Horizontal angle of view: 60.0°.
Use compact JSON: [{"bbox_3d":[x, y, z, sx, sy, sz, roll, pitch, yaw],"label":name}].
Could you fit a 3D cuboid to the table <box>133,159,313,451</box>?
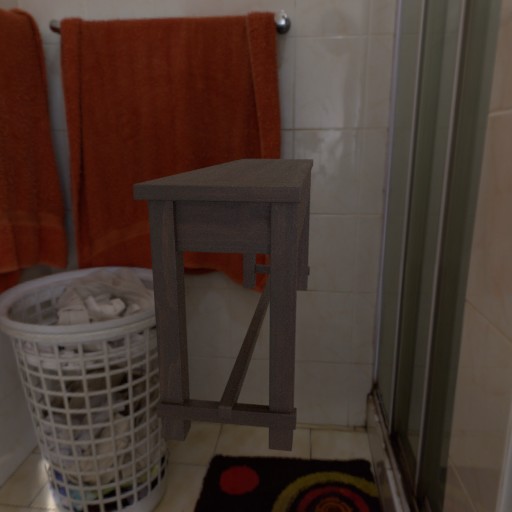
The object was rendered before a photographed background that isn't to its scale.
[{"bbox_3d":[0.000,0.000,1.923,0.442,0.762,1.599,2,15,8],"label":"table"}]
